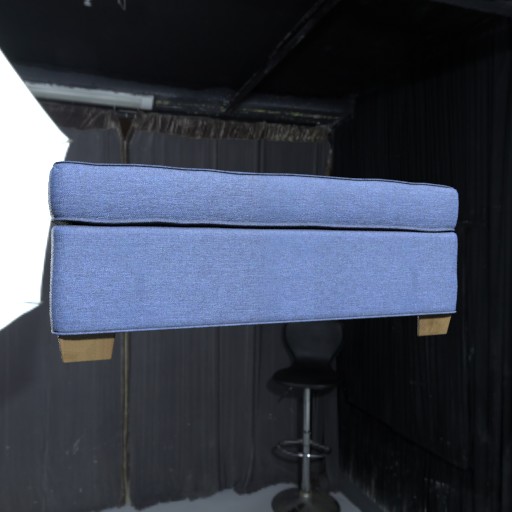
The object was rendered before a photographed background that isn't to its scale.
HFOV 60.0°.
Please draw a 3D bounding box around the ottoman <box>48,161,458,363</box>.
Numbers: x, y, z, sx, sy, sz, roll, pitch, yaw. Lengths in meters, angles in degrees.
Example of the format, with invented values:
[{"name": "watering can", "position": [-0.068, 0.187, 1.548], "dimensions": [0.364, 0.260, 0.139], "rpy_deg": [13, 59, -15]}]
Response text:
[{"name": "ottoman", "position": [0.000, 0.000, 1.341], "dimensions": [1.110, 0.460, 0.515], "rpy_deg": [0, 1, -19]}]
